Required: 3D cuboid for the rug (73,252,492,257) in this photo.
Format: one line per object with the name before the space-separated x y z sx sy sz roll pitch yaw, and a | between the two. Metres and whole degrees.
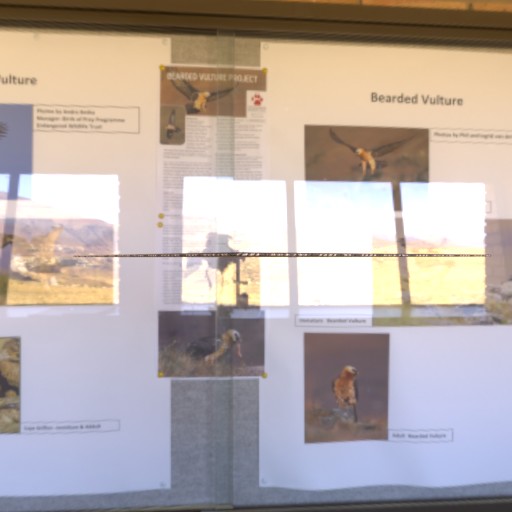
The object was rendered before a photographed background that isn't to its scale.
rug | 0.000 0.000 3.822 2.305 0.017 2.902 0 0 -36
